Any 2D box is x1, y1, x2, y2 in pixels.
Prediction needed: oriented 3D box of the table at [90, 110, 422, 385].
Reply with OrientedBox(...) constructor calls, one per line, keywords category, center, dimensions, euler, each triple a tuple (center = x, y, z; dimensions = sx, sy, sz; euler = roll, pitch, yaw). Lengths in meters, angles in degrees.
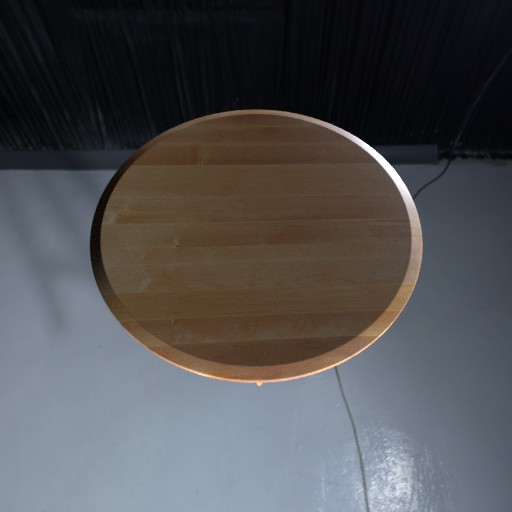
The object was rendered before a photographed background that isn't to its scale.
OrientedBox(category="table", center=(0.000, 0.000, 1.386), dimensions=(0.900, 0.400, 0.900), euler=(0, 58, 0))
